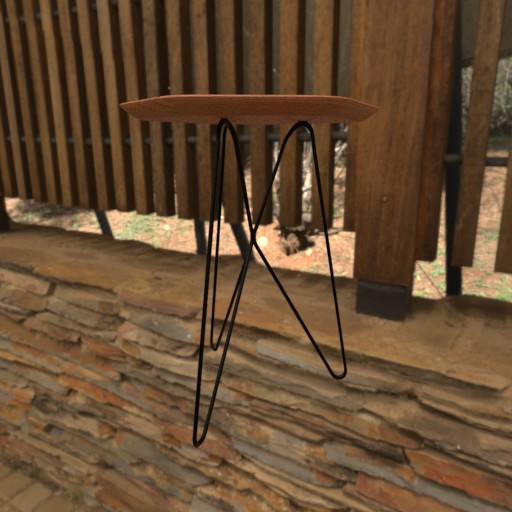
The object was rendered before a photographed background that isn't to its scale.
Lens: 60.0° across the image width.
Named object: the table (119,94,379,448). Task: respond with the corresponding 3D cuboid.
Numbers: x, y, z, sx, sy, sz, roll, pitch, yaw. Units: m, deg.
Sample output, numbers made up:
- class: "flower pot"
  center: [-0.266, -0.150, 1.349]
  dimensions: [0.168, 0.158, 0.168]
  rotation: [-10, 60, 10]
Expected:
- class: "table"
  center: [0.000, 0.000, 0.879]
  dimensions: [0.400, 0.562, 0.500]
  rotation: [7, 16, 25]
